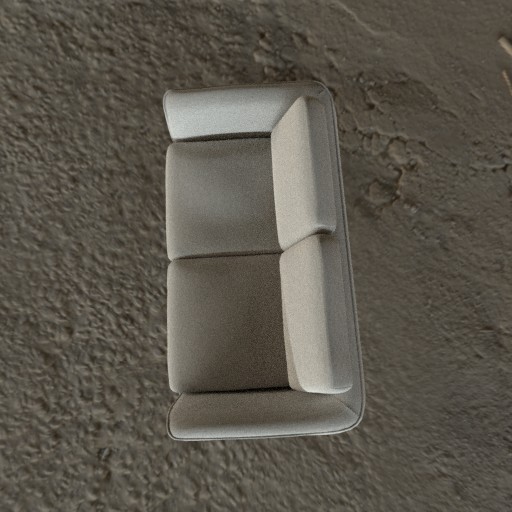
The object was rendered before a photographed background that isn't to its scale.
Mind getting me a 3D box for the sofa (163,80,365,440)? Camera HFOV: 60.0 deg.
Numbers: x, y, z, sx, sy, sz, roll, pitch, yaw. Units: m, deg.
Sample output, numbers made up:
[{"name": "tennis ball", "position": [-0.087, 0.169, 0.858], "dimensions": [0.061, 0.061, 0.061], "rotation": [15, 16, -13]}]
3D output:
[{"name": "sofa", "position": [0.000, 0.000, 2.248], "dimensions": [0.920, 0.850, 1.700], "rotation": [-3, 77, -1]}]
